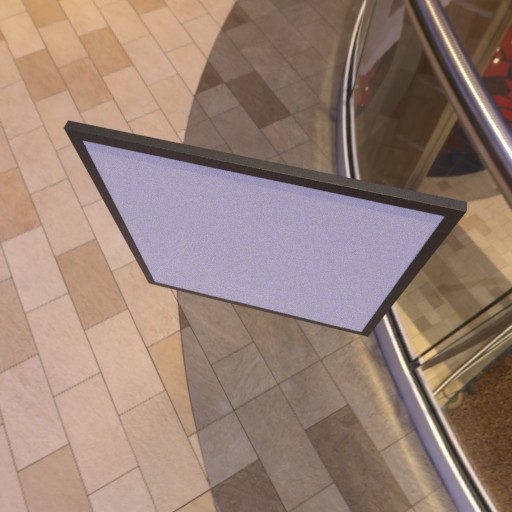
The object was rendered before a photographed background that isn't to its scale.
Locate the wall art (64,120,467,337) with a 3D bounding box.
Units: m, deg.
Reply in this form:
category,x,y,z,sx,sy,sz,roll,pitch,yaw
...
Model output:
category,x,y,z,sx,sy,sz,roll,pitch,yaw
wall art,0.000,0.000,1.226,0.807,0.807,0.022,13,64,6
